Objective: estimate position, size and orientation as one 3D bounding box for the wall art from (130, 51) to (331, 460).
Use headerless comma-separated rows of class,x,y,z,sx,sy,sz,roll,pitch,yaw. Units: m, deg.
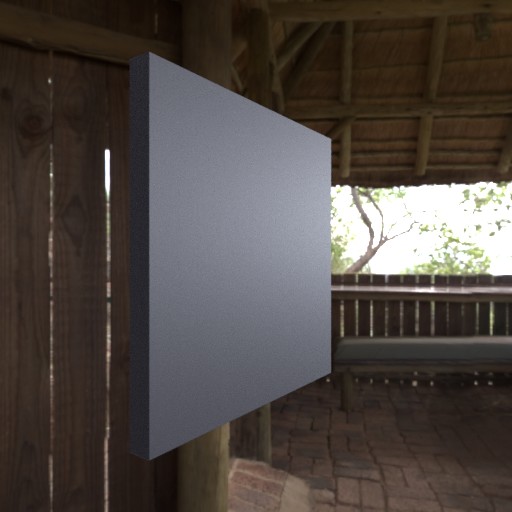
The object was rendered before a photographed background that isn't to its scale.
wall art,0.000,0.000,0.766,0.038,0.507,0.507,0,0,36
